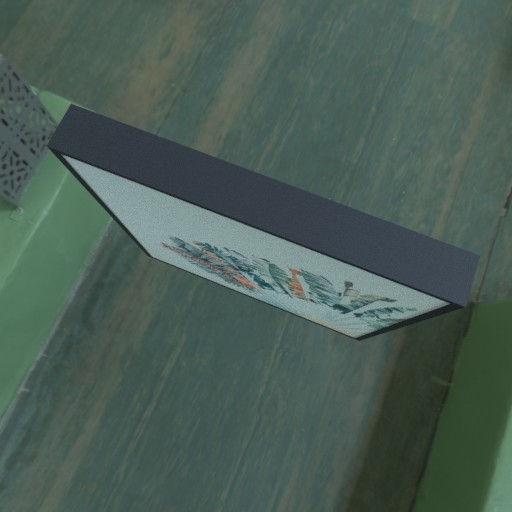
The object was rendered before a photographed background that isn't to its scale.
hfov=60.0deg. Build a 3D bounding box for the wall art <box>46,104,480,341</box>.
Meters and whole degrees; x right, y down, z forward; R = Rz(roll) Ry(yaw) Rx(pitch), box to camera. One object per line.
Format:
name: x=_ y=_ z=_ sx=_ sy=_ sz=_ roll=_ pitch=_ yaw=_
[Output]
wall art: x=0.000 y=0.000 z=0.445 sx=0.302 sy=0.300 sz=0.036 roll=21 pitch=76 yaw=6
